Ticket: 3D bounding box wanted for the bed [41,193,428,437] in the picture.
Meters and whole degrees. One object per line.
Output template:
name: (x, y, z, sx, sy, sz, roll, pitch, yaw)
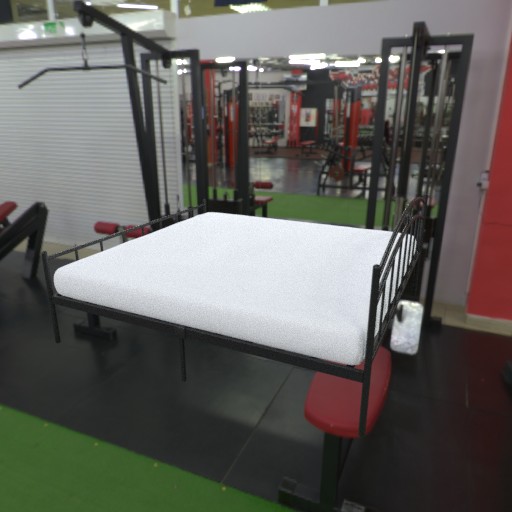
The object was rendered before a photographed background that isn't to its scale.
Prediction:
bed: (0.000, 0.000, 3.151, 2.040, 0.940, 1.880, 9, 20, 25)
